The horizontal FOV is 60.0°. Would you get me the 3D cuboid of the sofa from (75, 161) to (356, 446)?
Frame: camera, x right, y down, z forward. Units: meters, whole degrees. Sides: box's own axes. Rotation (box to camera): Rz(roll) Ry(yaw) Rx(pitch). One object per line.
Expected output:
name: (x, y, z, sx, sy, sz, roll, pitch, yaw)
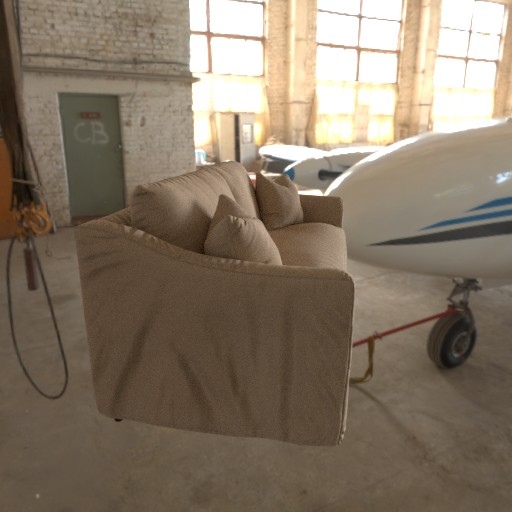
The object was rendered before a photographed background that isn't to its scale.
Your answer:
sofa: (0.000, 0.000, 2.591, 1.072, 1.018, 2.010, 3, 16, 9)
